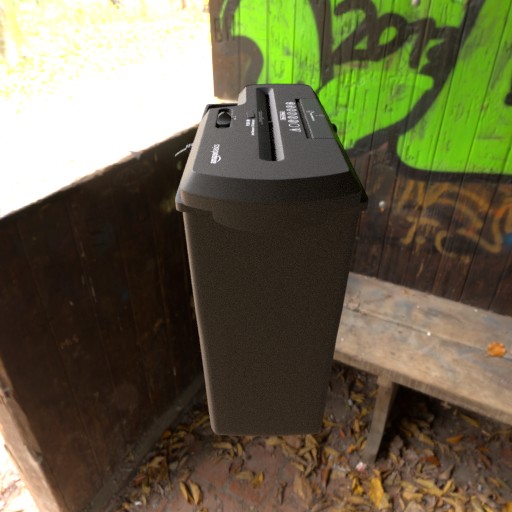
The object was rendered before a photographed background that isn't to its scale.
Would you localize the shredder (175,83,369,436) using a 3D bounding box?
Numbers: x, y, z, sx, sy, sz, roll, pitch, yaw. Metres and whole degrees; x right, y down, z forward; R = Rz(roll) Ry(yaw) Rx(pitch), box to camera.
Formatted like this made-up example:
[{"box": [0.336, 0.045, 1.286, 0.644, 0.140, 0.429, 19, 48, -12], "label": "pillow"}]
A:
[{"box": [0.000, 0.000, 0.522, 0.170, 0.335, 0.320, 0, 33, 0], "label": "shredder"}]
